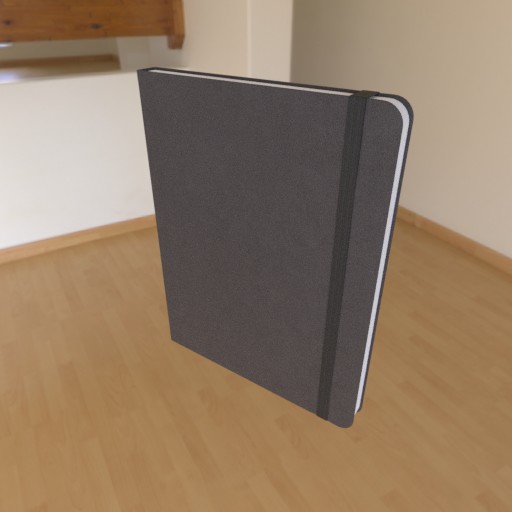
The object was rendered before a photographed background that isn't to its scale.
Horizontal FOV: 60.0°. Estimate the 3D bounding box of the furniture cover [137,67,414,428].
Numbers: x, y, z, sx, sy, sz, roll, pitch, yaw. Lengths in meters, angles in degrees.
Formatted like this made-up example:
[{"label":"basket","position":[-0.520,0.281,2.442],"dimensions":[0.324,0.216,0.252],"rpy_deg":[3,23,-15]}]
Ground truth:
[{"label":"furniture cover","position":[0.000,0.000,0.377],"dimensions":[0.216,0.281,0.023],"rpy_deg":[19,36,29]}]
